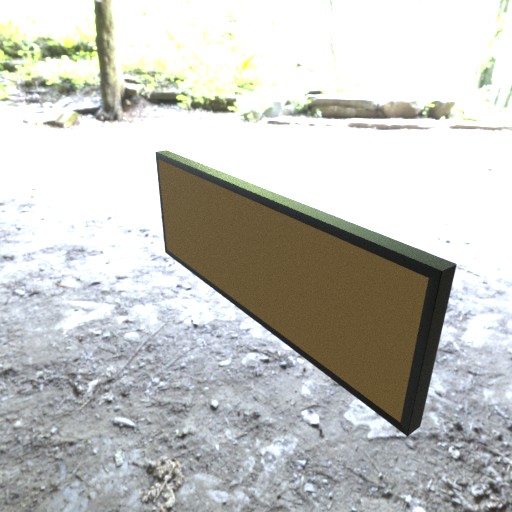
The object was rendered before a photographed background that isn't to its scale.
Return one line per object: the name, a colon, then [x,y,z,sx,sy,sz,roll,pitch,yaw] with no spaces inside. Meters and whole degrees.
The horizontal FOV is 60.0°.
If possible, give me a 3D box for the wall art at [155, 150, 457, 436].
wall art: [0.000,0.000,0.968,0.037,0.303,0.860,-18,32,-33]
